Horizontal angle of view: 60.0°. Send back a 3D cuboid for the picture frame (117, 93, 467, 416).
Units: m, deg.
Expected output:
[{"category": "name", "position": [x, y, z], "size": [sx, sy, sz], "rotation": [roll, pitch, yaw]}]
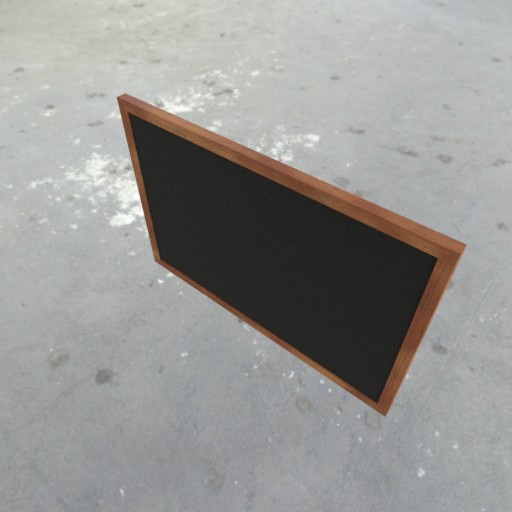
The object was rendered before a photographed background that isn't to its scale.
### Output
[{"category": "picture frame", "position": [0.000, 0.000, 1.223], "size": [0.950, 0.640, 0.029], "rotation": [30, 52, 26]}]
